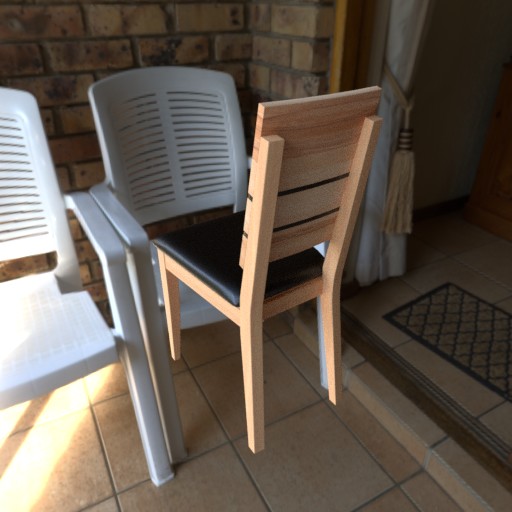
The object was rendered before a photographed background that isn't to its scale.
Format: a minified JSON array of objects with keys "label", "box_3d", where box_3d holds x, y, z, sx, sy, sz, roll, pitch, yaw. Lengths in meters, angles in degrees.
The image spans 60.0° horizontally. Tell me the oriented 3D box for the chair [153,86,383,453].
[{"label":"chair","box_3d":[0.000,0.000,1.245,0.410,0.940,0.520,-19,36,-29]}]
